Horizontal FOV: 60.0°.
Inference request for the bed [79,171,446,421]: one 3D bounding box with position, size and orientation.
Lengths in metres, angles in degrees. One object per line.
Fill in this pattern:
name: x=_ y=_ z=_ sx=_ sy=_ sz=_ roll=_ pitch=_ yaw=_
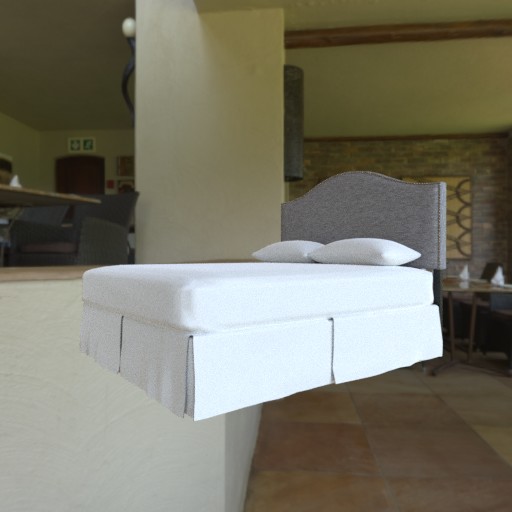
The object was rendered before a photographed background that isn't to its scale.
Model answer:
bed: x=0.000 y=0.000 z=2.906 sx=1.870 sy=1.295 sz=1.610 roll=0 pitch=0 yaw=-37
